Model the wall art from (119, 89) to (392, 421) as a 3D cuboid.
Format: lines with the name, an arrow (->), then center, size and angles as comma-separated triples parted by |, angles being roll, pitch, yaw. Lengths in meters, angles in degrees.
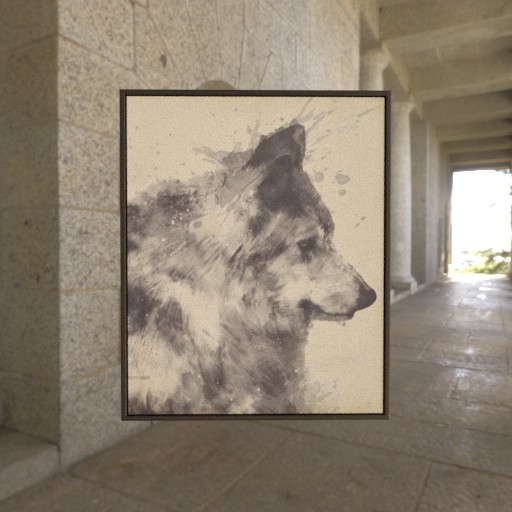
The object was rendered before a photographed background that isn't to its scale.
wall art -> 0.000, 0.000, 0.752 | 0.451, 0.551, 0.028 | 0, 1, -1
